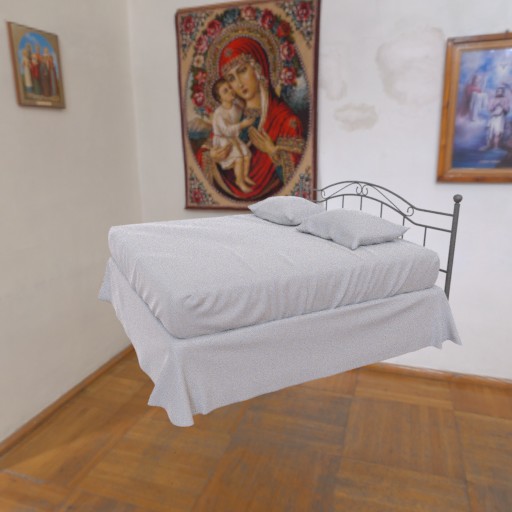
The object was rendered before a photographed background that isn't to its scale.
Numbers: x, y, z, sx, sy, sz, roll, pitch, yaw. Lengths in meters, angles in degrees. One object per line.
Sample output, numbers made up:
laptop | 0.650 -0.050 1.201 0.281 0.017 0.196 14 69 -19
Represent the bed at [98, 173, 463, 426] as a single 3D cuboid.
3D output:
bed | 0.000 0.000 3.538 2.220 1.080 2.309 -8 17 -26
